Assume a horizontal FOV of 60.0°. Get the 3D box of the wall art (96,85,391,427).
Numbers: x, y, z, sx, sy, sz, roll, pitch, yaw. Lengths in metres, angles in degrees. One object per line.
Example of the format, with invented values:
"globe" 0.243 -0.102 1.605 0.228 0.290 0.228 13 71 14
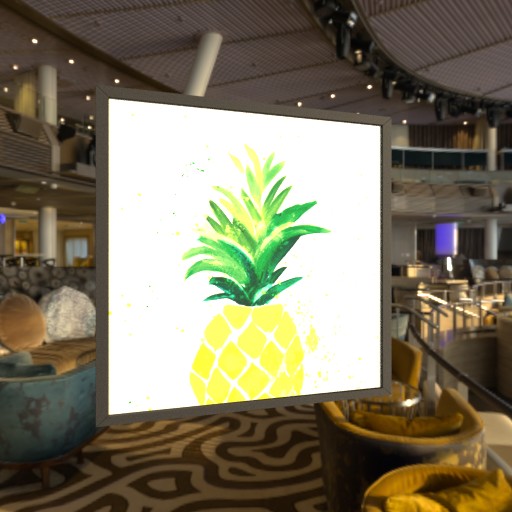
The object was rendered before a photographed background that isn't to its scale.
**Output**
"wall art" 0.000 0.000 0.748 0.508 0.507 0.033 0 0 -18
